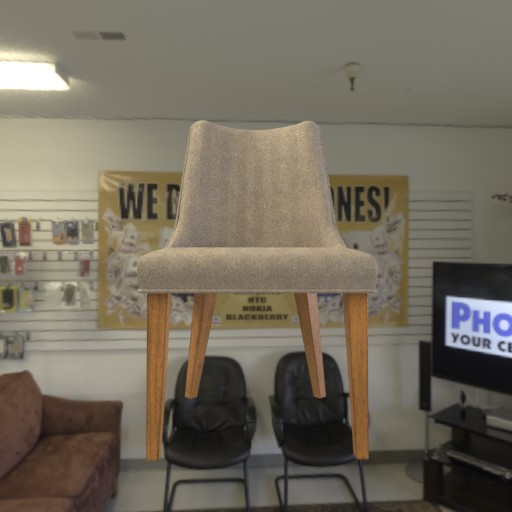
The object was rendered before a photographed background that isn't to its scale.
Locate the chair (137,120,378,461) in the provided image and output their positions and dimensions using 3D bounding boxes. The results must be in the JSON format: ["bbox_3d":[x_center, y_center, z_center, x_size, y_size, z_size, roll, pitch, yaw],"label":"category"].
[{"bbox_3d":[0.000,0.000,1.306,0.548,0.916,0.636,0,1,-1],"label":"chair"}]
